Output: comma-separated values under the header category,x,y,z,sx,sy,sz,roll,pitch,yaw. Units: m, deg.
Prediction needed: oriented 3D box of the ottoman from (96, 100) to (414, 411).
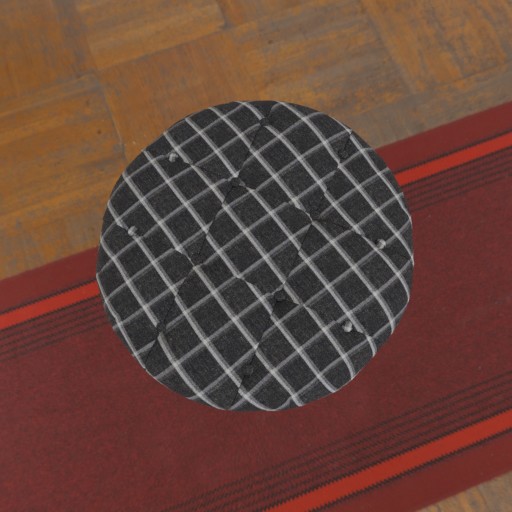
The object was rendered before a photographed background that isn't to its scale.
category,x,y,z,sx,sy,sz,roll,pitch,yaw
ottoman,0.000,0.000,1.378,0.901,0.439,0.901,0,75,0
